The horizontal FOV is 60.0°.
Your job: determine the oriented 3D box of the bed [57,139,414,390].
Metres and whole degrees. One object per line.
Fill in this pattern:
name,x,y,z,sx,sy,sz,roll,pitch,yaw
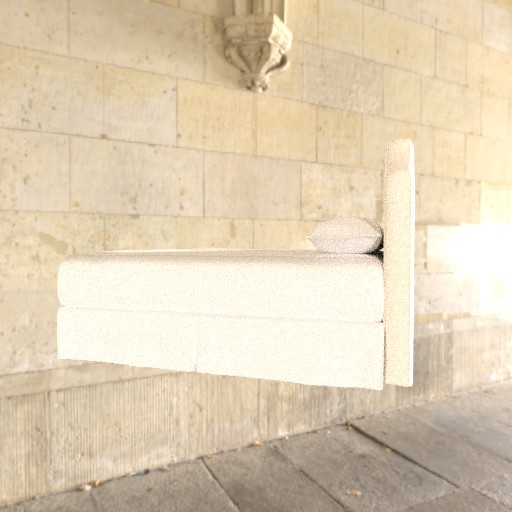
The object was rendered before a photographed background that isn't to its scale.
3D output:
bed,0.000,0.000,3.880,2.548,1.524,2.134,1,2,18
